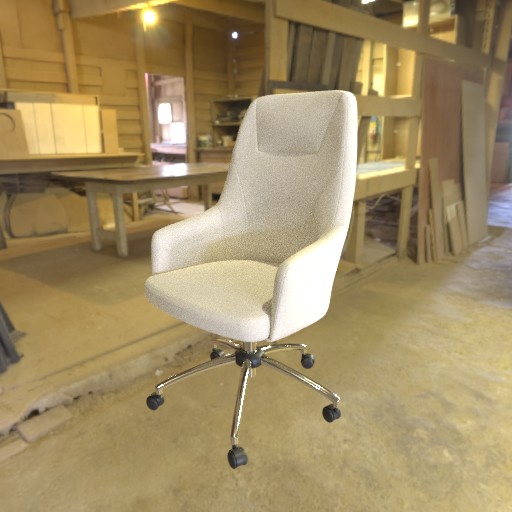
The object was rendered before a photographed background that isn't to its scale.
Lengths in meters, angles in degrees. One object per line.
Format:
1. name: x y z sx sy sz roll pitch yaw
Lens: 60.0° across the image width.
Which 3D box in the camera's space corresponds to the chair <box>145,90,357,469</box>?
1. chair: 0.000 0.000 1.469 0.620 1.049 0.640 14 21 41
